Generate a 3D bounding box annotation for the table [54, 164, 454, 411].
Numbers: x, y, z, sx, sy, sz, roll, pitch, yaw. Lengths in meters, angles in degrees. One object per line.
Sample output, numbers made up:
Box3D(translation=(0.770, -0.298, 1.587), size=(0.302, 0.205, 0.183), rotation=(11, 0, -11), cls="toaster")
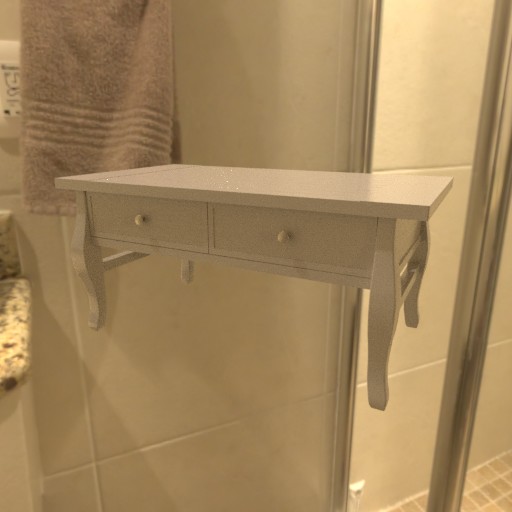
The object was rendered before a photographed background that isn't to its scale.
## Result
Box3D(translation=(0.000, 0.000, 1.413), size=(1.062, 0.495, 0.600), rotation=(8, 18, 26), cls="table")
